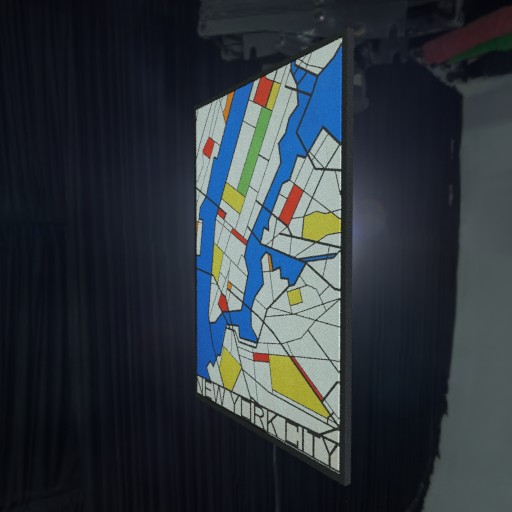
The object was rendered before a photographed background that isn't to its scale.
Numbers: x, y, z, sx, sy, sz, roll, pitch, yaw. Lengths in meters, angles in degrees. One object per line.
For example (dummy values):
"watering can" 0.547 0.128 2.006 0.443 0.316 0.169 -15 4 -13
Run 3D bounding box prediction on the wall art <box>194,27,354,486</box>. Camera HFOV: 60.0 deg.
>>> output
"wall art" 0.000 0.000 0.822 0.013 0.657 0.457 -1 2 -36
